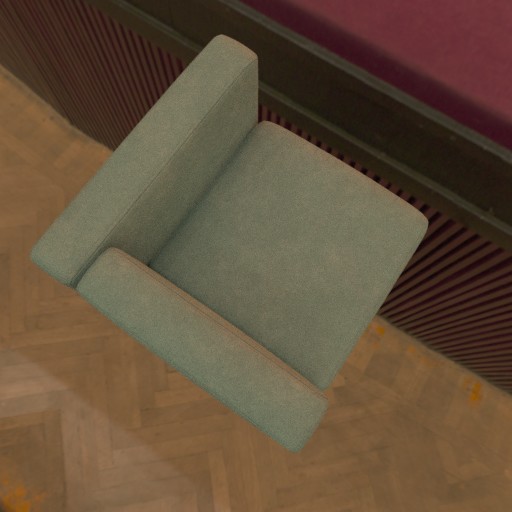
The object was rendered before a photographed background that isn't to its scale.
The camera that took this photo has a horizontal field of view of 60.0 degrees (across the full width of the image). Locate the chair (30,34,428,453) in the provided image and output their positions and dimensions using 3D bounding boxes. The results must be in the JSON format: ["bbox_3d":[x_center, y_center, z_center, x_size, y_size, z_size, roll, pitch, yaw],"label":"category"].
[{"bbox_3d":[0.000,0.000,1.192,0.680,0.660,0.680,34,77,9],"label":"chair"}]
